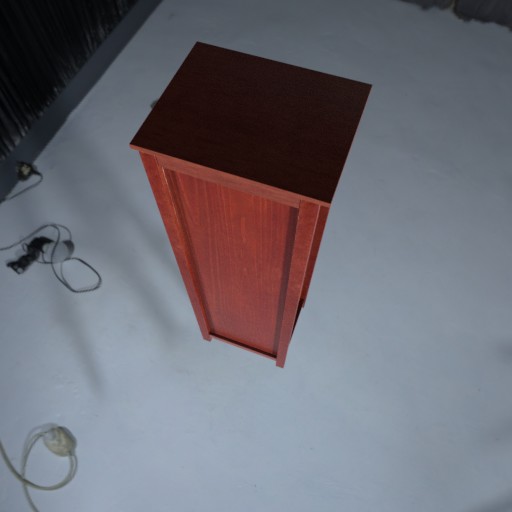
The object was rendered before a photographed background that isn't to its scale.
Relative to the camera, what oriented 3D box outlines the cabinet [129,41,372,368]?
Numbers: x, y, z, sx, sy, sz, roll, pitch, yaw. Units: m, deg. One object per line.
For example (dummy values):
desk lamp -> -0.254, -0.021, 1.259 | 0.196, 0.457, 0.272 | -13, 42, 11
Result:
cabinet -> 0.000, 0.000, 1.775 | 0.500, 1.518, 0.401 | 18, 63, 9
